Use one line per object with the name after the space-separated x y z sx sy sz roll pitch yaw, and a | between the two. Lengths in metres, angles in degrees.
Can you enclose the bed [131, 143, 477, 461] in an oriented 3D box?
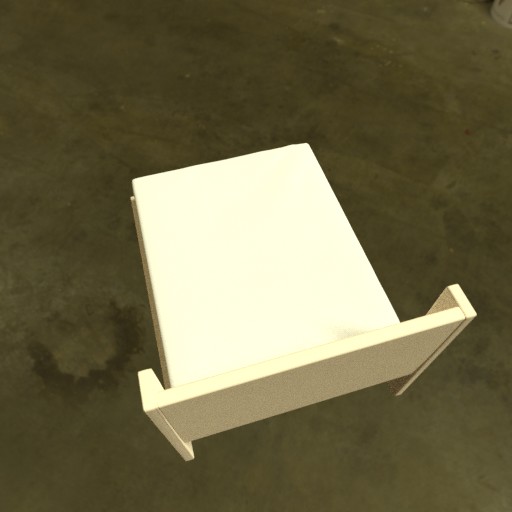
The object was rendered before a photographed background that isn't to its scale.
0.000 0.000 3.399 1.765 1.471 2.280 -14 58 -9 | bed
